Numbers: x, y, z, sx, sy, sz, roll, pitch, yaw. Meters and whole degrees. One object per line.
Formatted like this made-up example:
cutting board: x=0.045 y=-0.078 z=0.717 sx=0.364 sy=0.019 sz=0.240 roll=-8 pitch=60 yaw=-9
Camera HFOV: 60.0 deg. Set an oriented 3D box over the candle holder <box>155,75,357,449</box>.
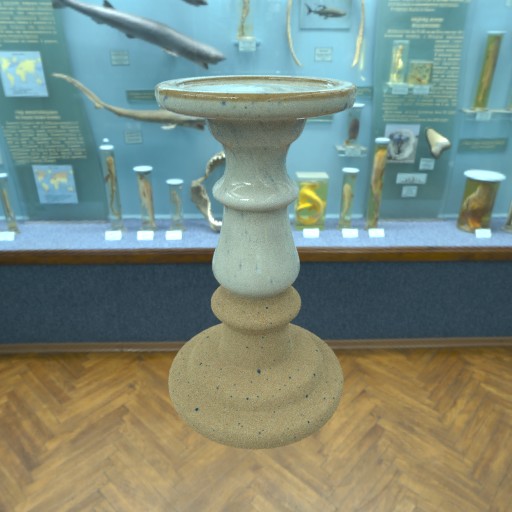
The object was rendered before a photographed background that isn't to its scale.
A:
candle holder: x=0.000 y=0.000 z=0.275 sx=0.123 sy=0.202 sz=0.123 roll=0 pitch=26 yaw=0
